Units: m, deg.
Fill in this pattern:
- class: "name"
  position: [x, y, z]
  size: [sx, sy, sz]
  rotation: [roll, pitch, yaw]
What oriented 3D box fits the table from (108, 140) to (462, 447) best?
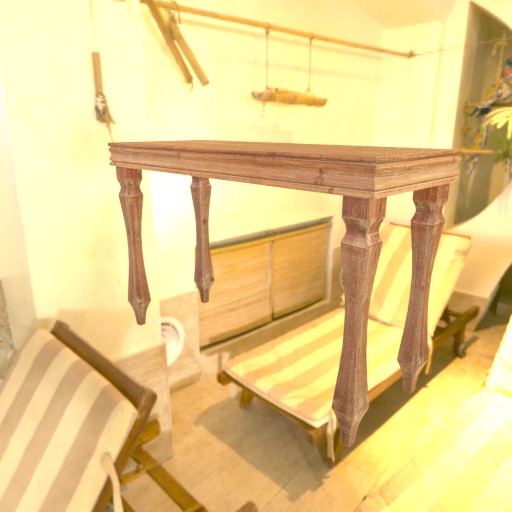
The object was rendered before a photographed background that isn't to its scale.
- class: "table"
  position: [0.000, 0.000, 1.801]
  size: [0.522, 0.873, 1.330]
  rotation: [-16, 23, -43]
